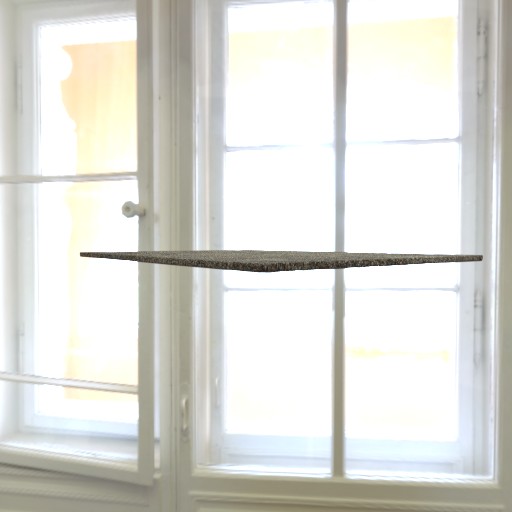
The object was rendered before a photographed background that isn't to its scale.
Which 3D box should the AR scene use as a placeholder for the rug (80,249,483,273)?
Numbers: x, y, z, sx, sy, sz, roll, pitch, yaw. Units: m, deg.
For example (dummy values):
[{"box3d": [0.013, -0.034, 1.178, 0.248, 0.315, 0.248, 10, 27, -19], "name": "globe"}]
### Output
[{"box3d": [0.000, 0.000, 2.143, 1.198, 0.025, 1.601, -1, 2, -38], "name": "rug"}]
